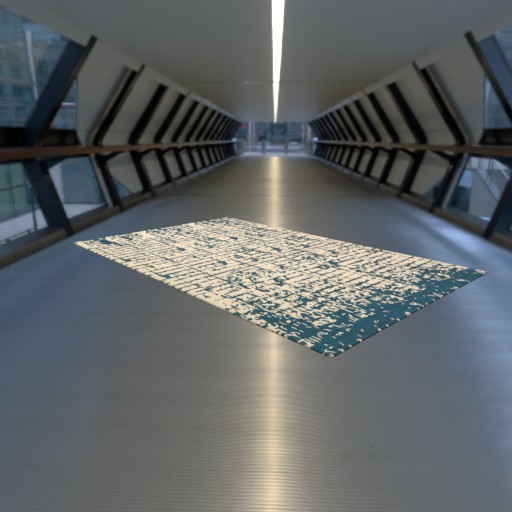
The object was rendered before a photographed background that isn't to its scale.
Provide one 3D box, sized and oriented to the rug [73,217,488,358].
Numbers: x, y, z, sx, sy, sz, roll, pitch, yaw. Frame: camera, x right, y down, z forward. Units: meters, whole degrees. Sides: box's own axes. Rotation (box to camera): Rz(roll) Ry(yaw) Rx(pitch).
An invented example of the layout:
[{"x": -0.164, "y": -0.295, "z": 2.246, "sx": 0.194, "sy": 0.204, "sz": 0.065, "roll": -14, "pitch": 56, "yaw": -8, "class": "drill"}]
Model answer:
[{"x": 0.000, "y": 0.000, "z": 3.002, "sx": 1.517, "sy": 0.011, "sz": 2.435, "roll": -14, "pitch": 21, "yaw": -41, "class": "rug"}]
